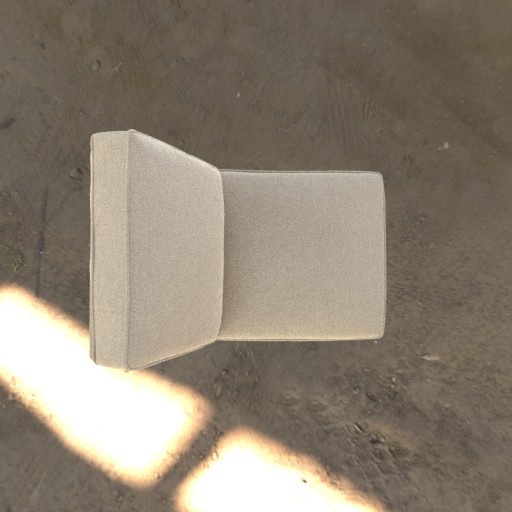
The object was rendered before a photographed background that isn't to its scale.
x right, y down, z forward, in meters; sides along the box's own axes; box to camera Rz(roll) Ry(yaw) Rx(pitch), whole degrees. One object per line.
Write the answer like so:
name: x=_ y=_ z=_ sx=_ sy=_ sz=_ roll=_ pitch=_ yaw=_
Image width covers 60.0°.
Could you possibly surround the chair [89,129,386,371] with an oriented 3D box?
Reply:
chair: x=0.000 y=0.000 z=1.564 sx=0.938 sy=0.970 sz=0.621 roll=0 pitch=88 yaw=-1
